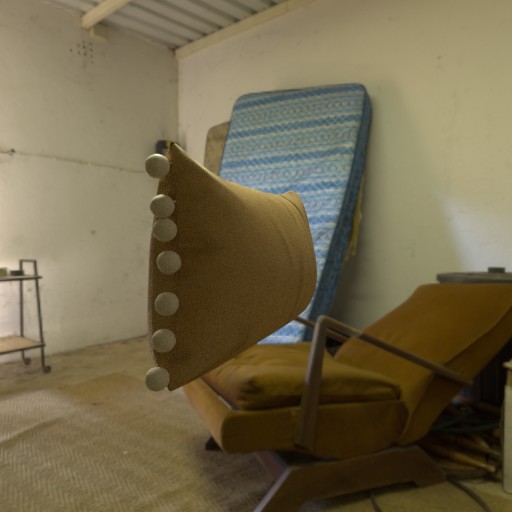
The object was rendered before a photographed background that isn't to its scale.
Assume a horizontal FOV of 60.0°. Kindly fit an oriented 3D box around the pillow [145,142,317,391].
[{"bbox_3d":[0.000,0.000,0.842,0.201,0.322,0.709,1,2,18],"label":"pillow"}]
